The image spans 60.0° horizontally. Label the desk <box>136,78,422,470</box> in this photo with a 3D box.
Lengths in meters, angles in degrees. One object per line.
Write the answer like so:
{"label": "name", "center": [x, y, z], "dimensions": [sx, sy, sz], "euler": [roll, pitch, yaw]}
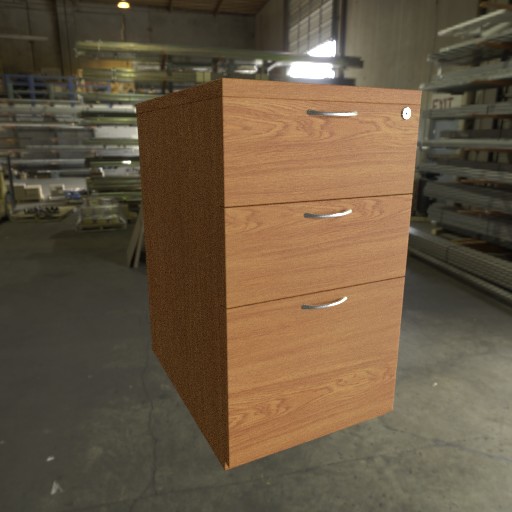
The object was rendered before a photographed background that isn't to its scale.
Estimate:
{"label": "desk", "center": [0.000, 0.000, 1.084], "dimensions": [0.404, 0.730, 0.600], "euler": [-7, 17, -26]}
